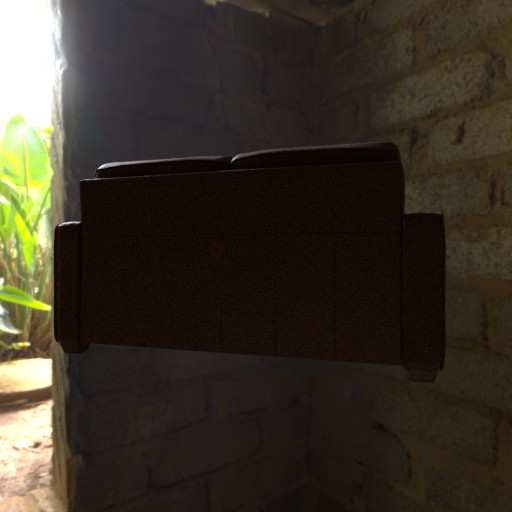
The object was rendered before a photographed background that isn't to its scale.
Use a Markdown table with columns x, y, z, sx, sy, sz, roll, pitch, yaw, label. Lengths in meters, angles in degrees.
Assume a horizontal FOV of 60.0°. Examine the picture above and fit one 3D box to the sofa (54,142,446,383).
| x | y | z | sx | sy | sz | roll | pitch | yaw | label |
| --- | --- | --- | --- | --- | --- | --- | --- | --- | --- |
| 0.000 | 0.000 | 2.247 | 1.709 | 0.918 | 0.947 | 0 | 0 | 17 | sofa |
